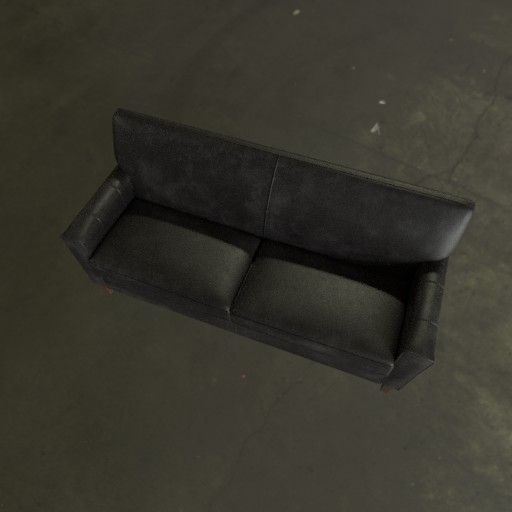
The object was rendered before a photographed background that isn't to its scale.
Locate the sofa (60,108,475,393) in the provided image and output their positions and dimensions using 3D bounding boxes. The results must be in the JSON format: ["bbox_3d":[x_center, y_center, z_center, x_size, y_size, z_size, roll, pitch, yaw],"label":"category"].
[{"bbox_3d":[0.000,0.000,2.568,2.053,0.947,0.805,17,58,11],"label":"sofa"}]
